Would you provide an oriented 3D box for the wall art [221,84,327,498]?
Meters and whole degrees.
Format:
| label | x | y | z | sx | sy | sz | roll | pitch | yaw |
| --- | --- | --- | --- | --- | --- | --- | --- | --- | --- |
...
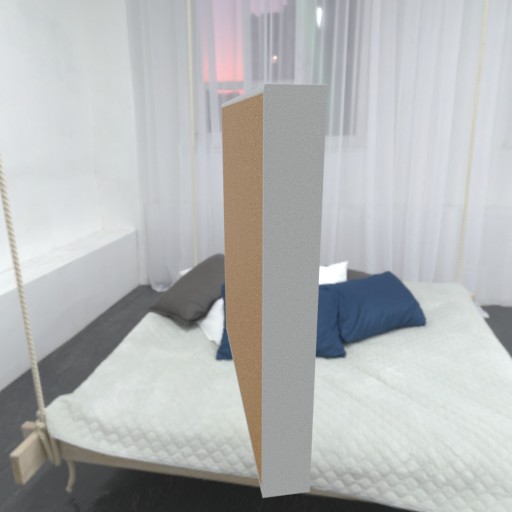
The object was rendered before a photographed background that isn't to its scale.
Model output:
| label | x | y | z | sx | sy | sz | roll | pitch | yaw |
| --- | --- | --- | --- | --- | --- | --- | --- | --- | --- |
| wall art | 0.000 | 0.000 | 0.451 | 0.038 | 0.304 | 0.305 | -3 | 17 | -9 |
